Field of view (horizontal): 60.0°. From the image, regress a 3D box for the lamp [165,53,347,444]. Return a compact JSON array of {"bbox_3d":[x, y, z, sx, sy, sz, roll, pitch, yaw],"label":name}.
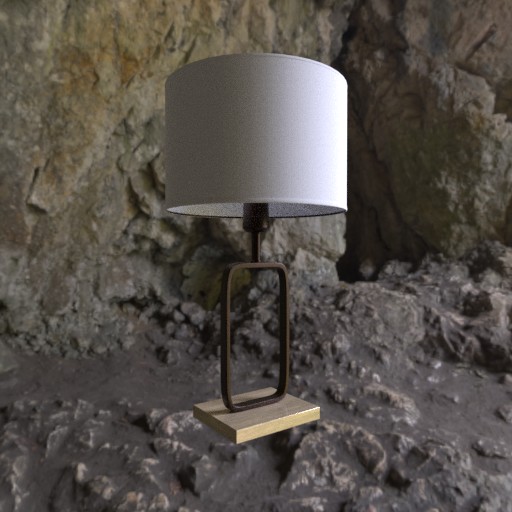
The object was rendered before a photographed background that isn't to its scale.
[{"bbox_3d":[0.000,0.000,0.693,0.279,0.508,0.279,0,1,-36],"label":"lamp"}]
